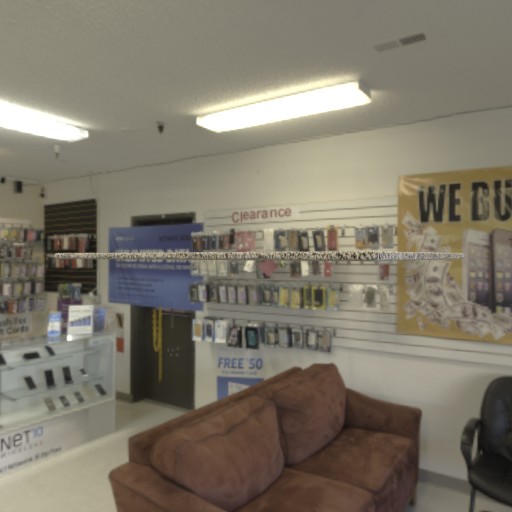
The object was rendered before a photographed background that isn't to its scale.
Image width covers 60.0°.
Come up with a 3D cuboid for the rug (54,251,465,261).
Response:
[{"bbox_3d":[0.000,0.000,2.309,1.778,0.030,1.219,0,0,37],"label":"rug"}]
